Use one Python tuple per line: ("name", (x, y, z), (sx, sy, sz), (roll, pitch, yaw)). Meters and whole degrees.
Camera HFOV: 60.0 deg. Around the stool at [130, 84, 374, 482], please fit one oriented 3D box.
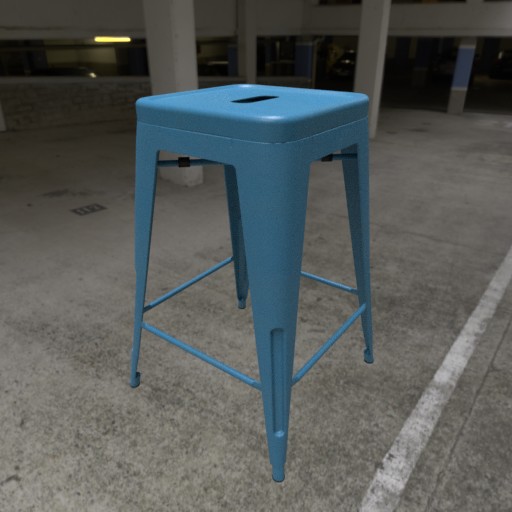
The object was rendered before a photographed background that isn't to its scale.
("stool", (0.000, 0.000, 0.890), (0.410, 0.608, 0.410), (19, 32, 32))
